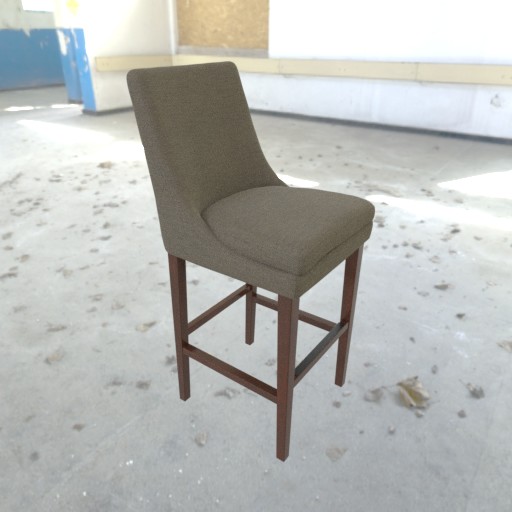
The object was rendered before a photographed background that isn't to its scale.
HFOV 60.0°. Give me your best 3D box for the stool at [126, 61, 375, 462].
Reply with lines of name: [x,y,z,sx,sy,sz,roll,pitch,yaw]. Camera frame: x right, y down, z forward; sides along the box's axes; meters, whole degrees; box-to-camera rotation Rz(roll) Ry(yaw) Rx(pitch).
stool: [0.000,0.000,1.380,0.577,1.078,0.470,18,32,31]
